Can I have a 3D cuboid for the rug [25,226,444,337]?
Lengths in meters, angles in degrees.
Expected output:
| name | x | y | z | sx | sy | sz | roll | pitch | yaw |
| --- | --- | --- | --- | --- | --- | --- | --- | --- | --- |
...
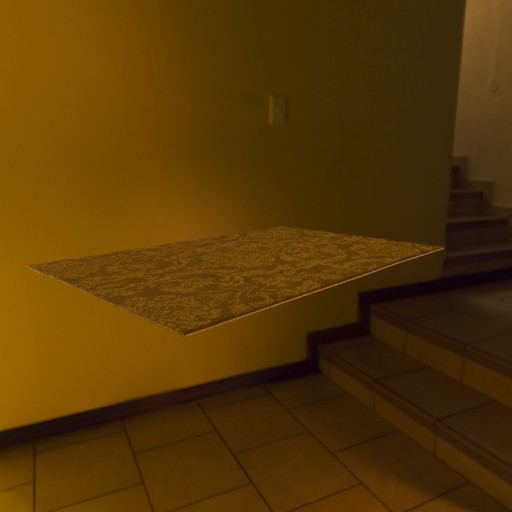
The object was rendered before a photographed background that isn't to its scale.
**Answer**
| name | x | y | z | sx | sy | sz | roll | pitch | yaw |
| --- | --- | --- | --- | --- | --- | --- | --- | --- | --- |
| rug | 0.000 | 0.000 | 2.278 | 1.206 | 0.012 | 1.824 | 11 | 16 | 43 |
